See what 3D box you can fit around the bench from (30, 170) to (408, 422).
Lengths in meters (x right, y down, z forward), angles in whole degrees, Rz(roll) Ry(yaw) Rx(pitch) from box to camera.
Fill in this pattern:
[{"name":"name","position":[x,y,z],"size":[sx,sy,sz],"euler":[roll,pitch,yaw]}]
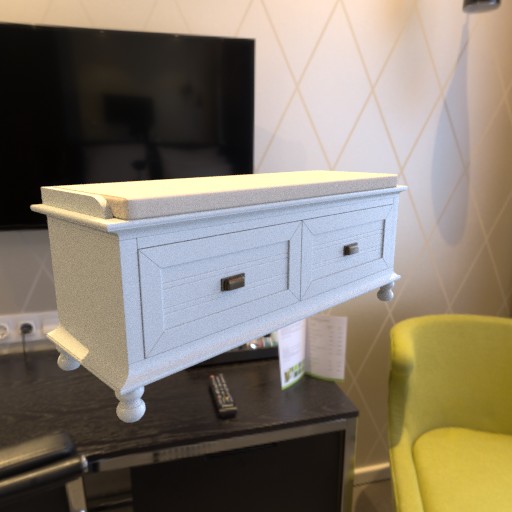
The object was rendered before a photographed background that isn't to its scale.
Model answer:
[{"name":"bench","position":[0.000,0.000,1.415],"size":[1.185,0.486,0.402],"euler":[-13,19,-43]}]
